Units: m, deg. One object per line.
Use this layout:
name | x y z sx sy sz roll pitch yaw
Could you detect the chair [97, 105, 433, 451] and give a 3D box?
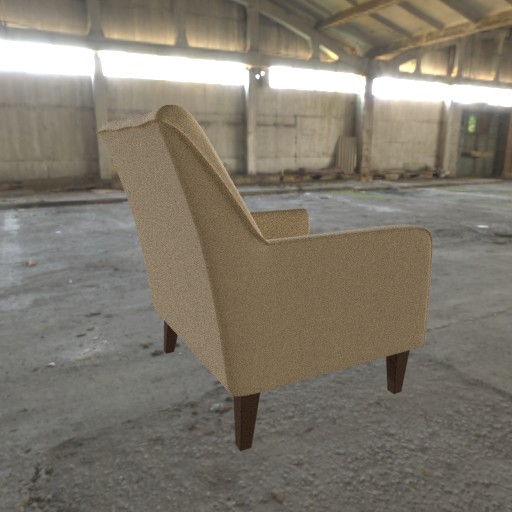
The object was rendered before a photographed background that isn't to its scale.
chair | 0.000 0.000 1.563 0.899 0.919 0.780 -7 15 -27
